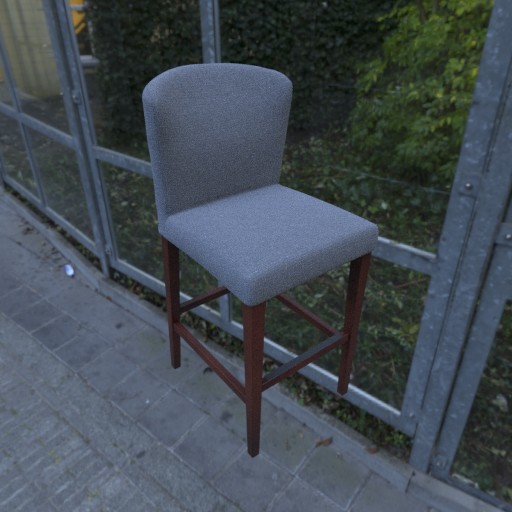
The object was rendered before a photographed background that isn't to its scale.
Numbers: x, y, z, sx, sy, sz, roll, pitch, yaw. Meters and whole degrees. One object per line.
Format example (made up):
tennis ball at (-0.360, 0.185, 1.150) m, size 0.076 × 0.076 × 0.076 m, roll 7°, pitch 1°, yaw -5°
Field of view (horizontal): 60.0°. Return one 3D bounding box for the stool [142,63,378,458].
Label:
stool at (0.000, 0.000, 1.396) m, size 0.486 × 1.069 × 0.568 m, roll -21°, pitch 37°, yaw -32°
